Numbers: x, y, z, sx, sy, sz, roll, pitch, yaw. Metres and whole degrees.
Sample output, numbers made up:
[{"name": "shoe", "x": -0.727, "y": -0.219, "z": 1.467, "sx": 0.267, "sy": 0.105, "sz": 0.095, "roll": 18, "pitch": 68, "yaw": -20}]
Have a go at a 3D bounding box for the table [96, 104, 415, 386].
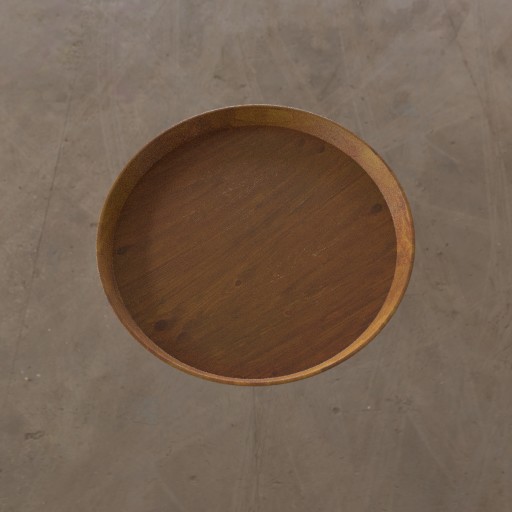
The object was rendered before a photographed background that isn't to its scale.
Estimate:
[{"name": "table", "x": 0.000, "y": 0.000, "z": 1.606, "sx": 1.016, "sy": 0.470, "sz": 1.016, "roll": 0, "pitch": 63, "yaw": 0}]
